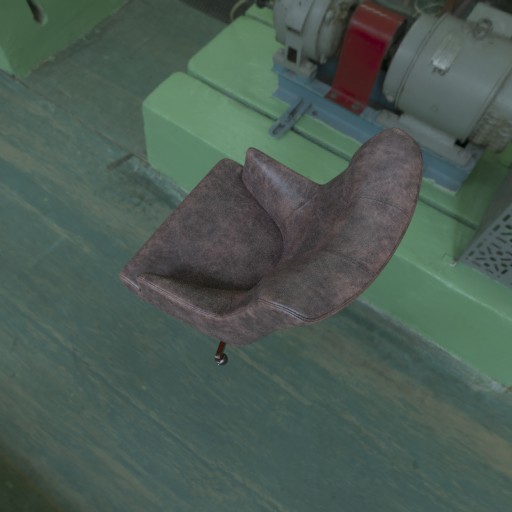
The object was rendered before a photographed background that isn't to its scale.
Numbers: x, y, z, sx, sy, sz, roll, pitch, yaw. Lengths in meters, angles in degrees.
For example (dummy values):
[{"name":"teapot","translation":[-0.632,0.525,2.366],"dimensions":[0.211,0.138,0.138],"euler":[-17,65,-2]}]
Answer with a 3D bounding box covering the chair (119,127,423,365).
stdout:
[{"name":"chair","translation":[0.000,0.000,1.508],"dimensions":[0.762,1.035,0.641],"euler":[32,68,14]}]
